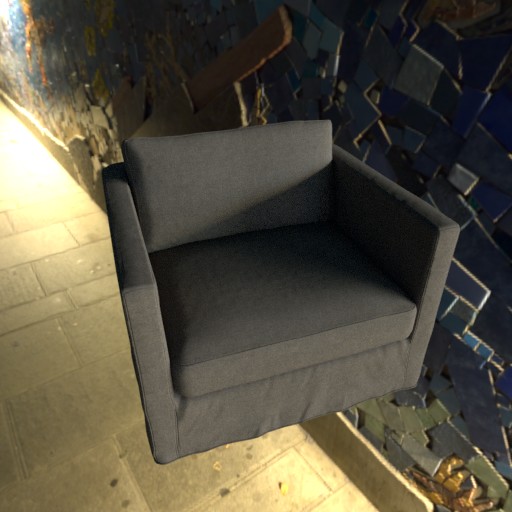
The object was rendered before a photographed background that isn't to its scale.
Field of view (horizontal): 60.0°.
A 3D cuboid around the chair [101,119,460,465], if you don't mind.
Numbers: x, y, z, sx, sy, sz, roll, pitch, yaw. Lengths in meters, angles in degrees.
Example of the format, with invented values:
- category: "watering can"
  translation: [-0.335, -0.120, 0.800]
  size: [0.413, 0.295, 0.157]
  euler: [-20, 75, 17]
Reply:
- category: "chair"
  translation: [0.000, 0.000, 1.720]
  size: [1.057, 0.863, 0.949]
  euler: [-11, 34, -16]
